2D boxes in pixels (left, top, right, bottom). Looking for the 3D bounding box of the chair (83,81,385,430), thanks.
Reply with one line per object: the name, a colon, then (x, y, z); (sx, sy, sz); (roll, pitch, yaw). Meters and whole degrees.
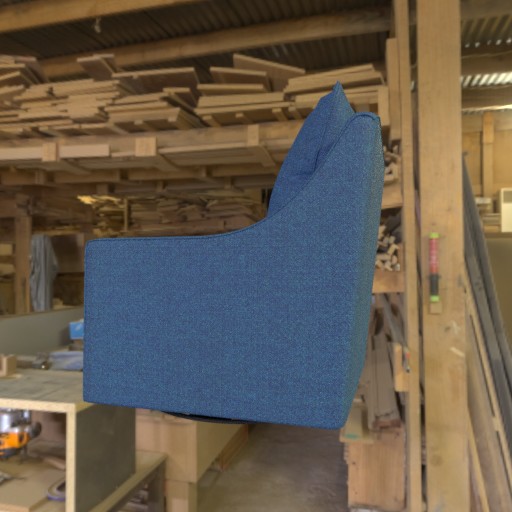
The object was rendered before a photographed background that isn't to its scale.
chair: (0.000, 0.000, 1.567); (0.870, 0.939, 0.750); (0, -1, 17)
